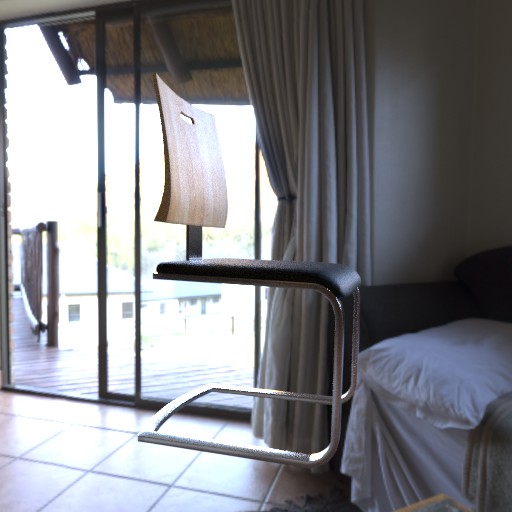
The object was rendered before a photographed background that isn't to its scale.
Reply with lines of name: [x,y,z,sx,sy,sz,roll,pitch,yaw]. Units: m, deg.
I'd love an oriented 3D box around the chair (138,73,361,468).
chair: [0.000,0.000,1.252,0.560,0.936,0.462,0,1,18]
